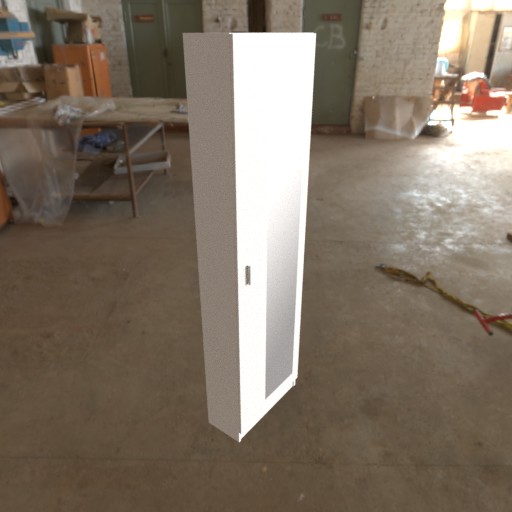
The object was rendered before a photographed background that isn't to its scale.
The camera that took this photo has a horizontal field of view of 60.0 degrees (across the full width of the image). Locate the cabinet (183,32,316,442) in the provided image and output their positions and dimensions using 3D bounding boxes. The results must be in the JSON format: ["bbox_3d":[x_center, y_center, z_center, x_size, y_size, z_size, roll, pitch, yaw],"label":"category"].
[{"bbox_3d":[0.000,0.000,1.991,0.230,1.790,0.500,19,33,33],"label":"cabinet"}]
